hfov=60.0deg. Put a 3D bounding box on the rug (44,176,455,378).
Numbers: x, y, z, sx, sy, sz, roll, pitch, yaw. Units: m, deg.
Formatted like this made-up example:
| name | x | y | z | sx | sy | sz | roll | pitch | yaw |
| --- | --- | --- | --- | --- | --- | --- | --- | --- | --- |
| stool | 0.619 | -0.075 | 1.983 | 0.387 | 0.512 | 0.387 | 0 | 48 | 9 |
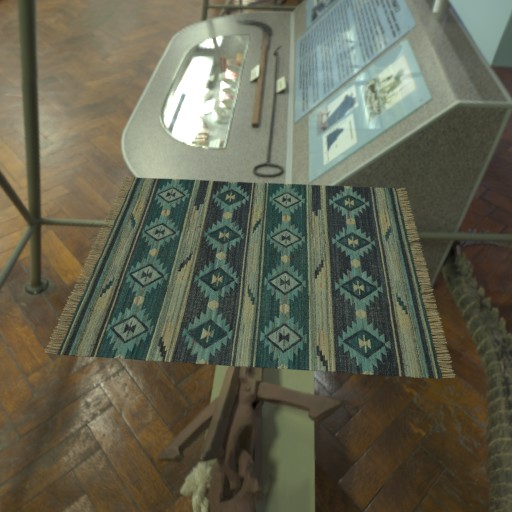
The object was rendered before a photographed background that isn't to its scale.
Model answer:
| name | x | y | z | sx | sy | sz | roll | pitch | yaw |
| --- | --- | --- | --- | --- | --- | --- | --- | --- | --- |
| rug | 0.000 | 0.000 | 4.342 | 3.307 | 0.047 | 2.418 | 3 | 46 | 3 |
